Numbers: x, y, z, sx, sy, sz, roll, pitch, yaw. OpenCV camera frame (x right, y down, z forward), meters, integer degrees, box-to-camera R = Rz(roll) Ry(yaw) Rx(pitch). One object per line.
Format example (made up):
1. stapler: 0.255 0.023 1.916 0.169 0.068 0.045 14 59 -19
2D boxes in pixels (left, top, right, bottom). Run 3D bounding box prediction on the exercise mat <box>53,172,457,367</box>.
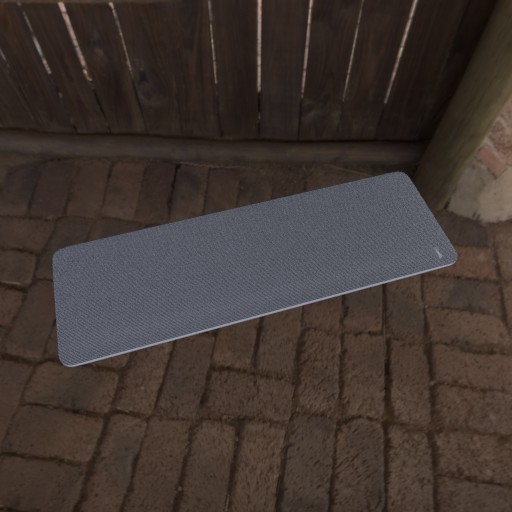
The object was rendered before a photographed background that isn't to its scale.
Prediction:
1. exercise mat: 0.000 0.000 2.137 1.884 0.021 0.616 -14 58 -9
